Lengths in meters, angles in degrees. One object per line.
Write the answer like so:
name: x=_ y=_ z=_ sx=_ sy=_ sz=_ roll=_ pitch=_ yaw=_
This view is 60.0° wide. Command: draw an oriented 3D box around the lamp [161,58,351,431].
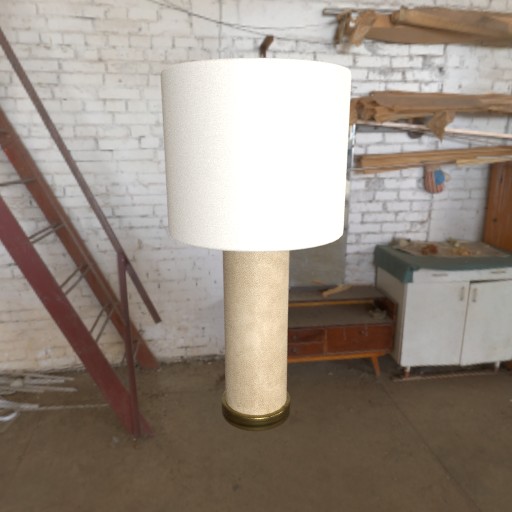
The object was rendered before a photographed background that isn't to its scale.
lamp: x=0.000 y=0.000 z=0.801 sx=0.305 sy=0.634 sz=0.305 roll=7 pitch=17 yaw=25
